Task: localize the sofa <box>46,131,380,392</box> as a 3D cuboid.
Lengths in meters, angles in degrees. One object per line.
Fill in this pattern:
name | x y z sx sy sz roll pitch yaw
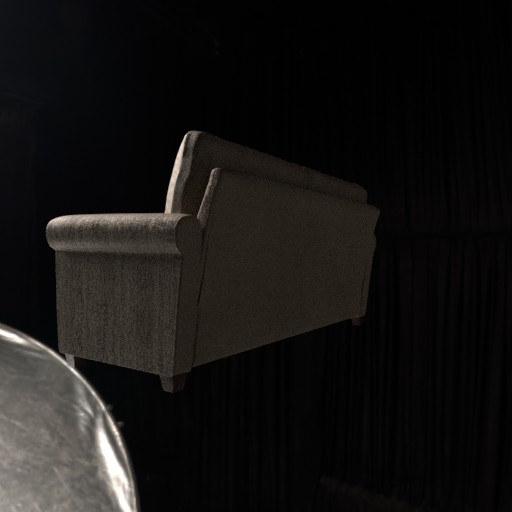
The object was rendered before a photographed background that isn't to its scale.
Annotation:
sofa | 0.000 0.000 2.433 0.842 0.942 1.935 0 0 34
